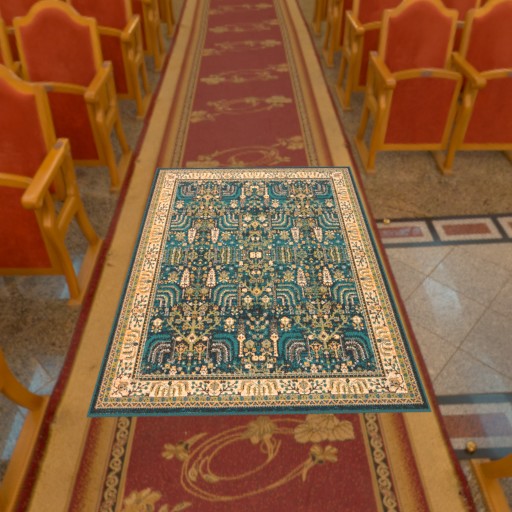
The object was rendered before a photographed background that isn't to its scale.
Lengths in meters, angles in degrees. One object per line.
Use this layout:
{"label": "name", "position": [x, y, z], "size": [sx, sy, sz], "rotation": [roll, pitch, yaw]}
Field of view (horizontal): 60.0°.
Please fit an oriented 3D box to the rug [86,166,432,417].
{"label": "rug", "position": [0.000, 0.000, 3.982], "size": [2.226, 0.015, 3.044], "rotation": [-1, 42, -1]}
